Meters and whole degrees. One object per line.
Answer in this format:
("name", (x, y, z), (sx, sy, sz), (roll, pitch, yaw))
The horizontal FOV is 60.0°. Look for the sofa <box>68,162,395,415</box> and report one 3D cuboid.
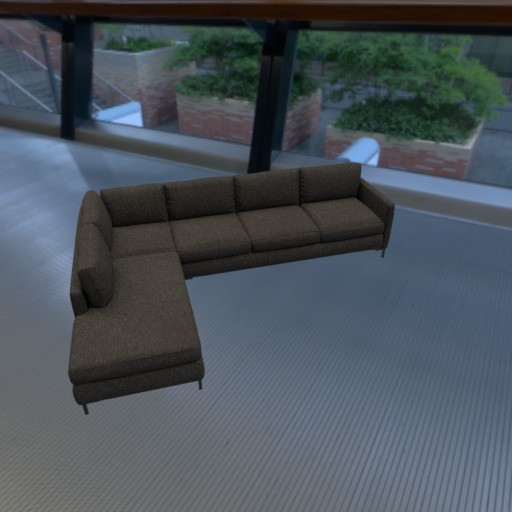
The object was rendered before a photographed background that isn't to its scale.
("sofa", (0.000, 0.000, 3.809), (2.949, 0.815, 2.007), (-9, 33, -13))
